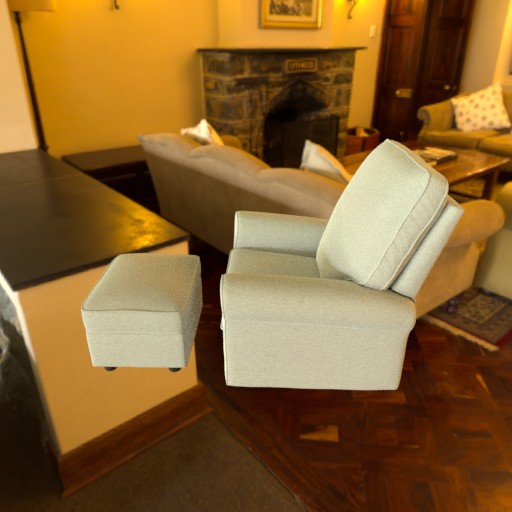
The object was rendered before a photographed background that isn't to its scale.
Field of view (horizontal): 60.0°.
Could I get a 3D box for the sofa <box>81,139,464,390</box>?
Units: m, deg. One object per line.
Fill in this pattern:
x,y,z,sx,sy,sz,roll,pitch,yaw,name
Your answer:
0.000,0.000,2.013,1.478,0.959,0.880,1,26,1,sofa
